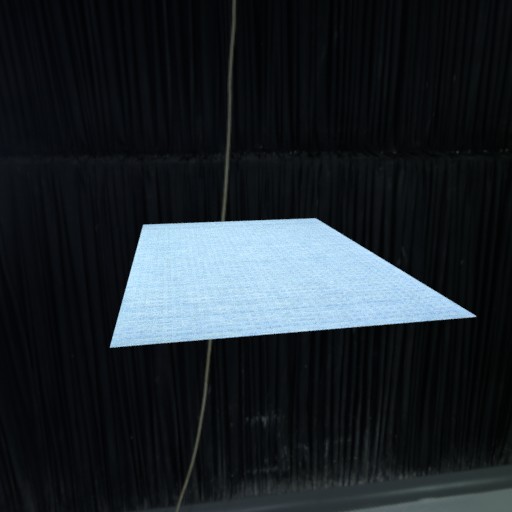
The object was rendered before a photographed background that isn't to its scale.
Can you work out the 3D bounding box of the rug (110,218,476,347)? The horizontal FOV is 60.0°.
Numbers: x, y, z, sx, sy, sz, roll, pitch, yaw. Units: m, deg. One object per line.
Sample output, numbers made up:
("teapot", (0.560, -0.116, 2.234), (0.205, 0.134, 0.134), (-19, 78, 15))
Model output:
("rug", (0.000, 0.000, 3.691), (1.982, 0.006, 2.895), (-3, 16, -10))
